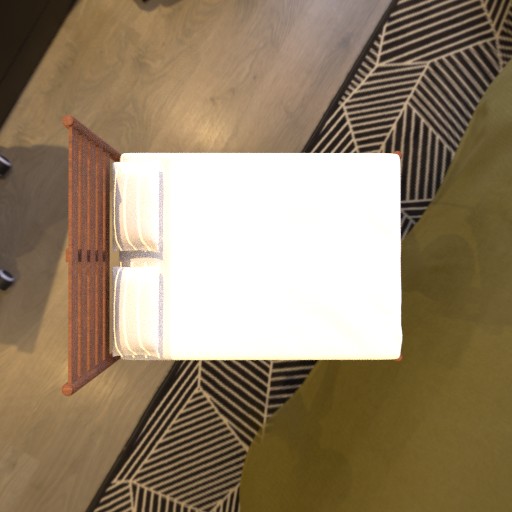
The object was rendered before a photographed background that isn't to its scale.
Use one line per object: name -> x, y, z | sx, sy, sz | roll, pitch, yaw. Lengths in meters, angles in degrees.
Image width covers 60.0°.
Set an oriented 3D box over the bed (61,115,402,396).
bed -> 0.000, 0.000, 3.024 | 2.093, 1.304, 1.509 | 0, 90, 0
